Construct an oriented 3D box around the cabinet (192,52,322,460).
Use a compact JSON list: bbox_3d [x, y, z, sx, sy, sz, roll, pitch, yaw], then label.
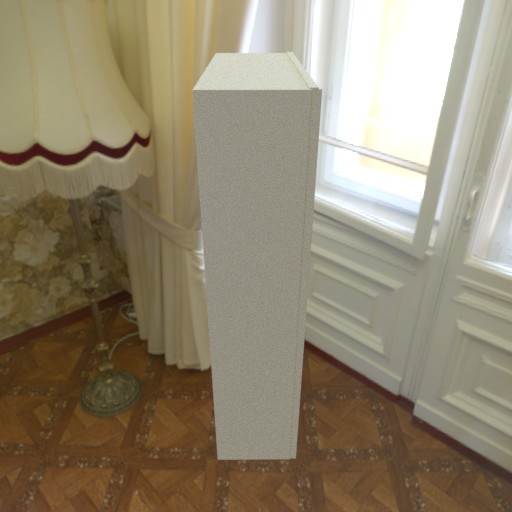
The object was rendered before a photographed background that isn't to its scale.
[{"bbox_3d":[0.000,0.000,2.713,0.480,2.160,1.250,0,30,0],"label":"cabinet"}]
